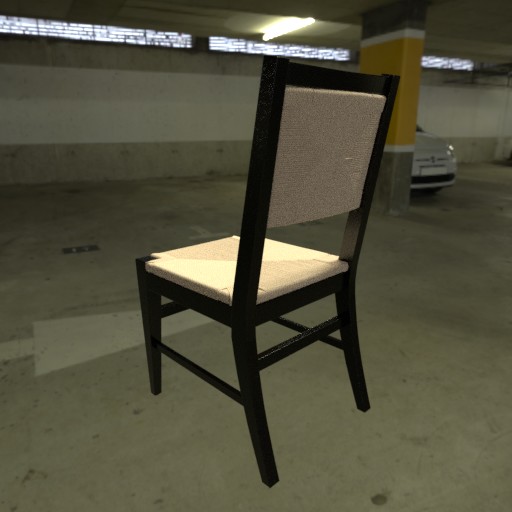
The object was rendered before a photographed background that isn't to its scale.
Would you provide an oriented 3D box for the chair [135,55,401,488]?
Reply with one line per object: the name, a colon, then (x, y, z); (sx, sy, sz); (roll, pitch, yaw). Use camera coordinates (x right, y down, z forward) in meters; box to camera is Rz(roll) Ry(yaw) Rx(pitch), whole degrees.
chair: (0.000, 0.000, 1.221); (0.437, 0.927, 0.552); (-15, 22, -42)
